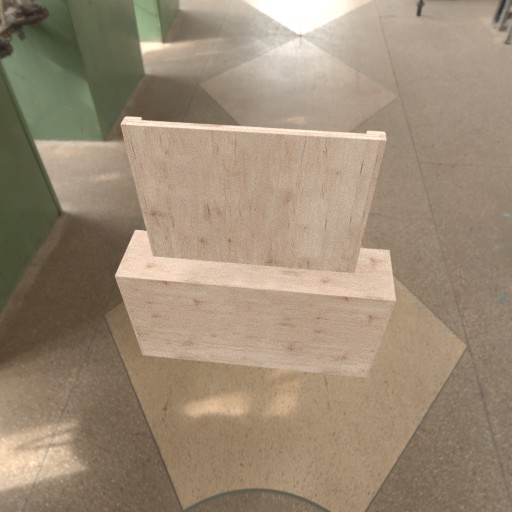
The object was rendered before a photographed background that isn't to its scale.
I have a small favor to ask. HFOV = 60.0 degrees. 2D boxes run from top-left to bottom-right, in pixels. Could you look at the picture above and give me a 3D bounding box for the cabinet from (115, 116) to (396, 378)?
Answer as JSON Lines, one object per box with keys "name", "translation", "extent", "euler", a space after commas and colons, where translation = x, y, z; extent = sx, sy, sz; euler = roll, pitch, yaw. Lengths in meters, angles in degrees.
{"name": "cabinet", "translation": [0.000, 0.000, 2.758], "extent": [1.700, 1.981, 0.420], "euler": [5, 47, 4]}
